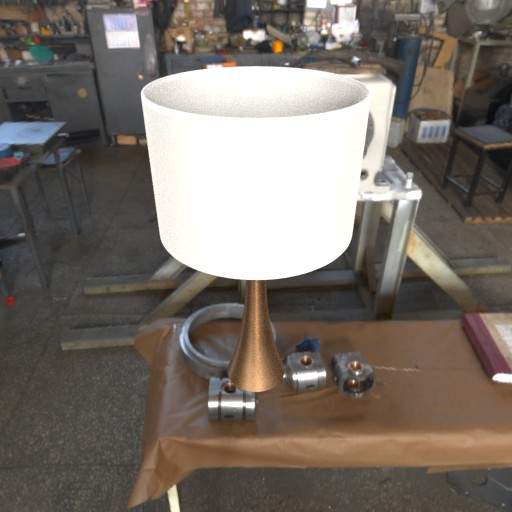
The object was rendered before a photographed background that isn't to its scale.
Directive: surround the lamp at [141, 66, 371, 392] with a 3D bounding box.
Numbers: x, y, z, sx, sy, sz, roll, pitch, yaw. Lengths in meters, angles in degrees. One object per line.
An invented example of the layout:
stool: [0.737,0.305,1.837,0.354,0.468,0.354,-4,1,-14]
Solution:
lamp: [0.000,0.000,0.657,0.268,0.479,0.268,-22,39,-30]
